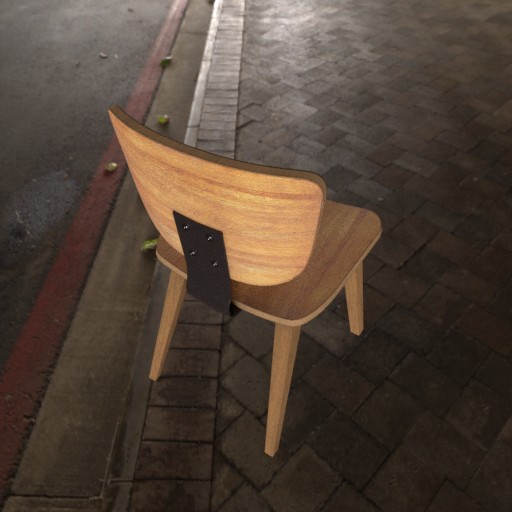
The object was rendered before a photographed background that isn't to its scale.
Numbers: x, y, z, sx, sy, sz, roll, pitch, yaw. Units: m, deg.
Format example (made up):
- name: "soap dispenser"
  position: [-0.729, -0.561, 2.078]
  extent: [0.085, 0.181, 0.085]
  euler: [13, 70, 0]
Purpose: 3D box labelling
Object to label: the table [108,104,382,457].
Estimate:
- name: "table"
  position: [0.000, 0.000, 1.075]
  extent: [0.499, 0.805, 0.500]
  euler: [24, 50, 22]
